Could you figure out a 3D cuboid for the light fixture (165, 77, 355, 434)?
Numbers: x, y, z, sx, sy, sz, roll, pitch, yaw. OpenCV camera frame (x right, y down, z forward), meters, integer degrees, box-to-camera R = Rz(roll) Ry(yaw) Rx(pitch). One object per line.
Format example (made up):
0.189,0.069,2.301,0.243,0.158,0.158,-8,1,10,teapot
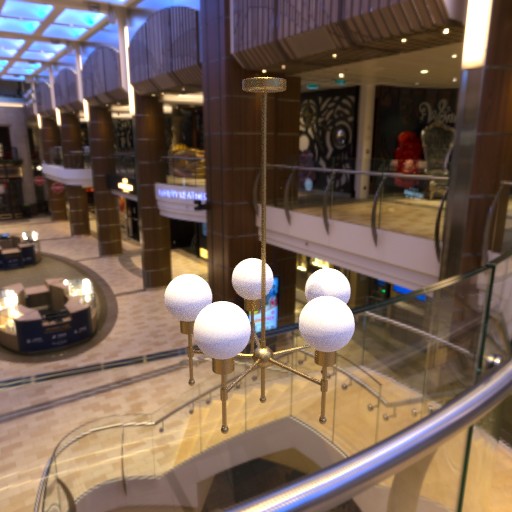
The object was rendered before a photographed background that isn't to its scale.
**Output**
0.000,0.000,1.797,0.785,1.331,0.815,2,14,9,light fixture
